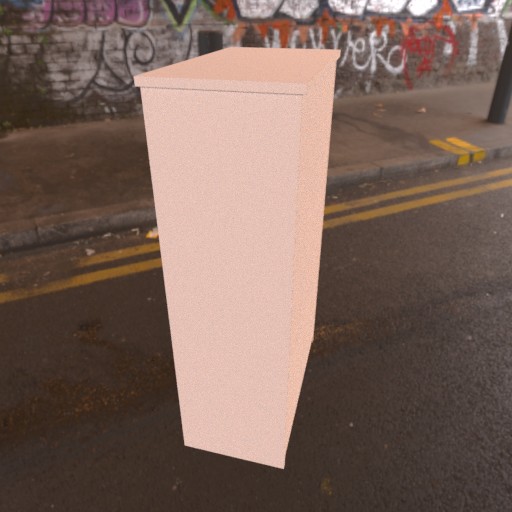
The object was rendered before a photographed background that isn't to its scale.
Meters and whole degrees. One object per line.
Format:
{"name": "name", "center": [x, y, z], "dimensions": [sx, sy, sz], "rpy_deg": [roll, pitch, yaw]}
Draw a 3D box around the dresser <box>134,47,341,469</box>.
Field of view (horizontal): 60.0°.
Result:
{"name": "dresser", "center": [0.000, 0.000, 1.543], "dimensions": [0.399, 1.255, 0.704], "rpy_deg": [8, 31, 13]}
